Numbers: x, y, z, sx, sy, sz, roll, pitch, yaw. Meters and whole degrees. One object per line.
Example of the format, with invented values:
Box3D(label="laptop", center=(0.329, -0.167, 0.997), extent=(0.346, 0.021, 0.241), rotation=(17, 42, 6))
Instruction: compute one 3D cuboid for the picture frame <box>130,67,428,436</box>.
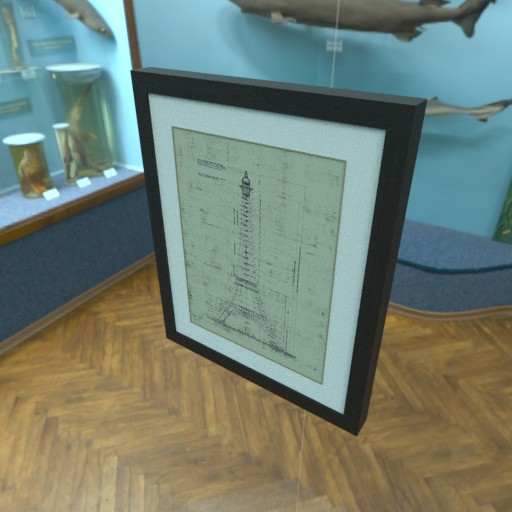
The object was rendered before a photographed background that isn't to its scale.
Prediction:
Box3D(label="picture frame", center=(0.000, 0.000, 0.750), extent=(0.452, 0.555, 0.044), rotation=(19, 36, 29))
